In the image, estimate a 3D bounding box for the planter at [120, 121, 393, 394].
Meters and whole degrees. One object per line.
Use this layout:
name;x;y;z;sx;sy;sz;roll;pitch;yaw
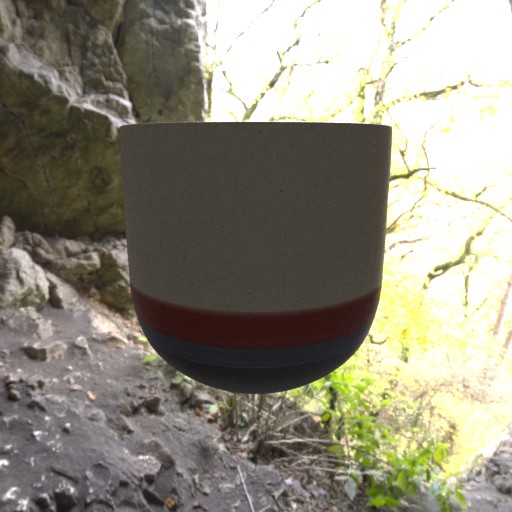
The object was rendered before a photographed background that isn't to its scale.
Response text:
planter;0.000;0.000;0.483;0.268;0.270;0.268;0;14;0
